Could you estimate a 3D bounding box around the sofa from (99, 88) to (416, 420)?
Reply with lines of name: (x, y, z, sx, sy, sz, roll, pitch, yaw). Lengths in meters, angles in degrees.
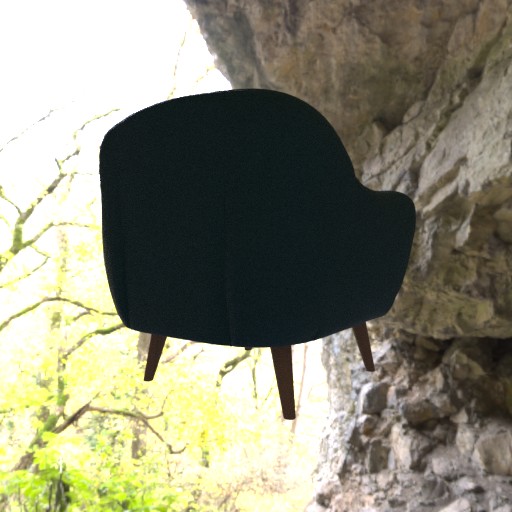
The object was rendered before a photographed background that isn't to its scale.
sofa: (0.000, 0.000, 1.475, 0.836, 0.817, 0.825, 1, 1, 36)
